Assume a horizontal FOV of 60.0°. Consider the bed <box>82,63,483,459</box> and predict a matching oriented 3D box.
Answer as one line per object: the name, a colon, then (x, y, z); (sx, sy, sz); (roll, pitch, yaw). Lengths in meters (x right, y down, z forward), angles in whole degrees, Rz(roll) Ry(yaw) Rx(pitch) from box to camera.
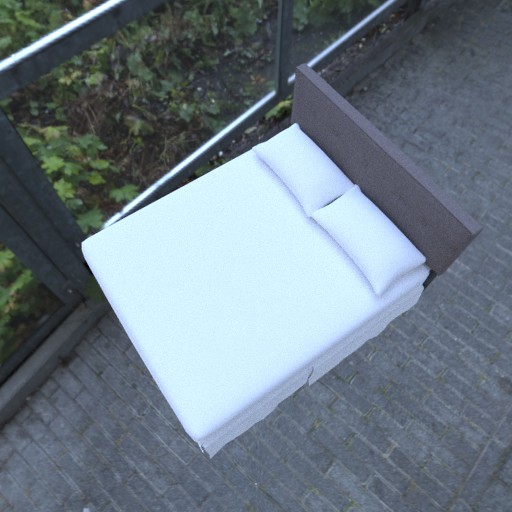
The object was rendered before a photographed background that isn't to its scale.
bed: (0.000, 0.000, 2.892); (1.894, 1.089, 1.610); (-32, 67, -15)
